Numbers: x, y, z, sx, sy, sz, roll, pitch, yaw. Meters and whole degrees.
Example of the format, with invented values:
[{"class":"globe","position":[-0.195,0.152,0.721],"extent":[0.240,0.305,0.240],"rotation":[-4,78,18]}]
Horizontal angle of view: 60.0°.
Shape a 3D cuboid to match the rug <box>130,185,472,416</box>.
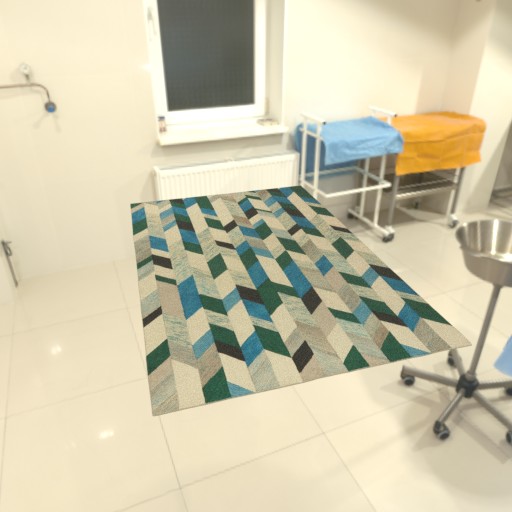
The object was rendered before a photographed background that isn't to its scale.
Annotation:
[{"class":"rug","position":[0.000,0.000,2.337],"extent":[1.229,0.005,1.827],"rotation":[-8,30,-14]}]
